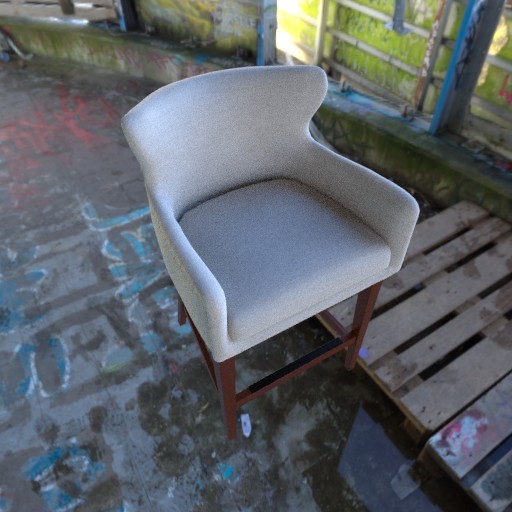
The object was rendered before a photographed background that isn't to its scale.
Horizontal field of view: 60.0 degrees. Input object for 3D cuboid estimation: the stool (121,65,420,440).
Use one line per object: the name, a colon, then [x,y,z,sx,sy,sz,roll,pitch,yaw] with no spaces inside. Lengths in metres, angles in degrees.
stool: [0.000,0.000,1.398,0.615,0.987,0.637,-23,50,-21]
